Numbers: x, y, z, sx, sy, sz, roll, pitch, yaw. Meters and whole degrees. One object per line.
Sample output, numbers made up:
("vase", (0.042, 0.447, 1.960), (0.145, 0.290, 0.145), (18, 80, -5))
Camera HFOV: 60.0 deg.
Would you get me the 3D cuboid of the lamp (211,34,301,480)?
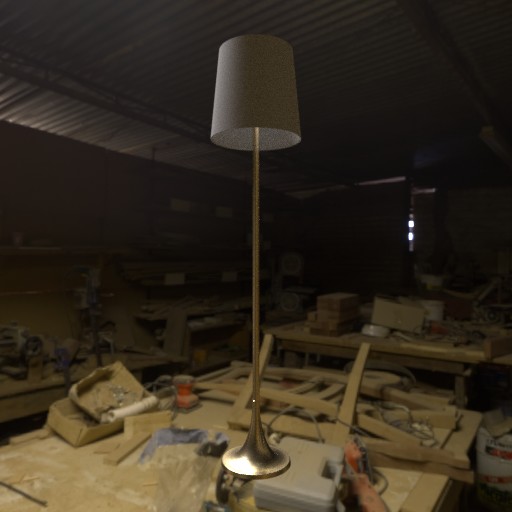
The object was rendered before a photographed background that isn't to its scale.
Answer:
("lamp", (0.000, 0.000, 1.658), (0.337, 1.543, 0.337), (0, 0, 0))
